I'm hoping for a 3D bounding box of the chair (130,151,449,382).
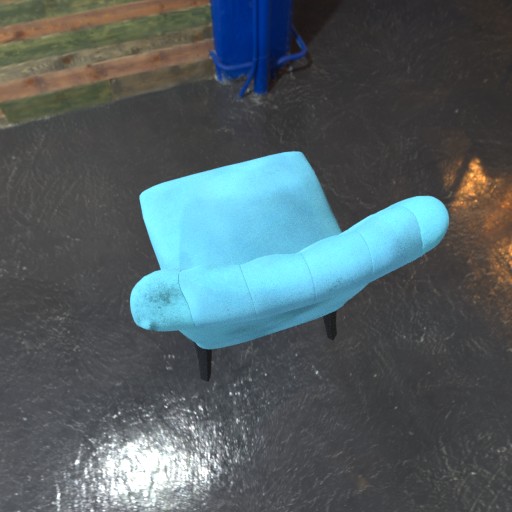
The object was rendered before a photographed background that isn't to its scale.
[{"bbox_3d":[0.000,0.000,1.172,0.582,0.750,0.605,-16,60,-10],"label":"chair"}]
